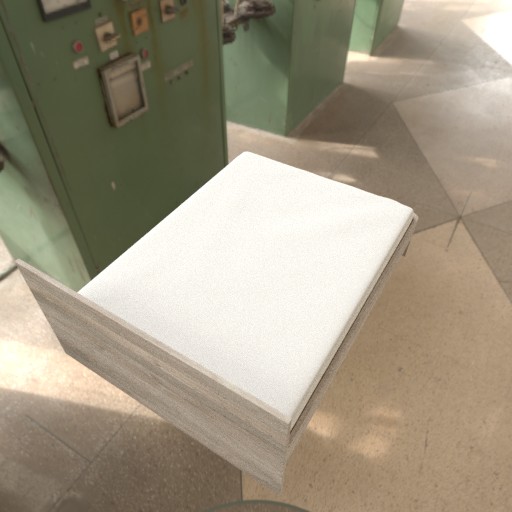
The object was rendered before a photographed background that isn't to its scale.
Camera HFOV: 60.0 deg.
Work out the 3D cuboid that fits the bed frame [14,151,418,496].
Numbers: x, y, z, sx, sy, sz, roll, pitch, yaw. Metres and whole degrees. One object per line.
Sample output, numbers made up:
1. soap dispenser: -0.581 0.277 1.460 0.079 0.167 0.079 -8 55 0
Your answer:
1. bed frame: 0.000 0.000 2.695 1.490 0.800 1.950 24 50 22
